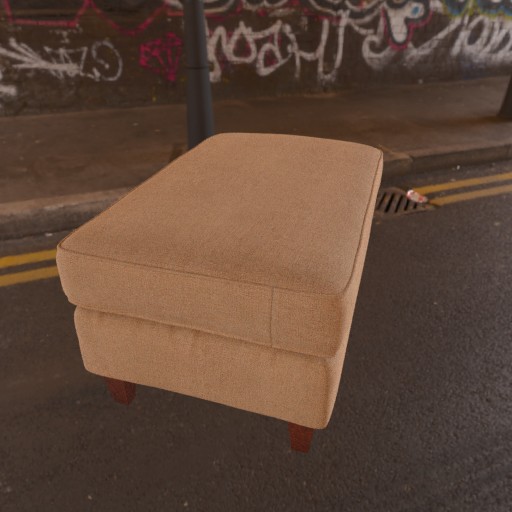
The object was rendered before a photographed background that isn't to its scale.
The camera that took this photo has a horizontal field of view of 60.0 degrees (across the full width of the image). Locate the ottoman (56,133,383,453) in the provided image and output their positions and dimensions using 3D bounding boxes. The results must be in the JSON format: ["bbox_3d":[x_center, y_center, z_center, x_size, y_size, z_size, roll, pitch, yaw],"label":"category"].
[{"bbox_3d":[0.000,0.000,1.217,0.583,0.484,0.862,9,32,15],"label":"ottoman"}]
